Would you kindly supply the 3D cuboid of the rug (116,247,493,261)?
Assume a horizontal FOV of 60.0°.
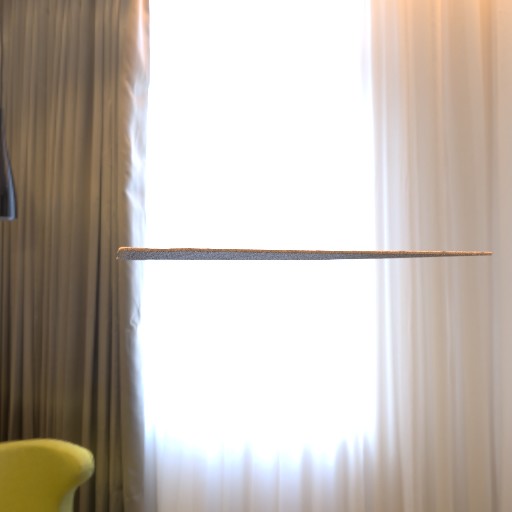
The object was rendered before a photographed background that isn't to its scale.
[{"bbox_3d":[0.000,0.000,4.098,2.453,0.043,3.052,0,-1,-18],"label":"rug"}]
